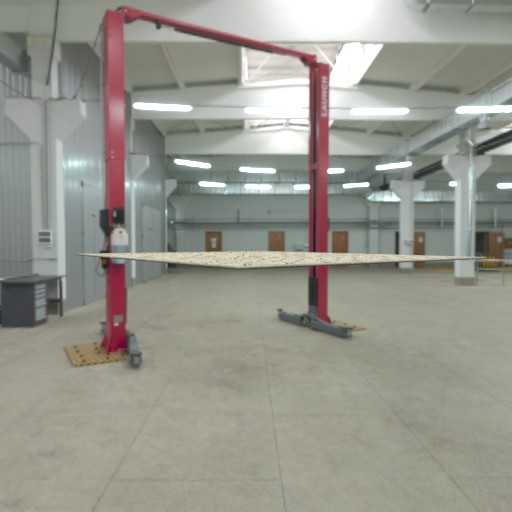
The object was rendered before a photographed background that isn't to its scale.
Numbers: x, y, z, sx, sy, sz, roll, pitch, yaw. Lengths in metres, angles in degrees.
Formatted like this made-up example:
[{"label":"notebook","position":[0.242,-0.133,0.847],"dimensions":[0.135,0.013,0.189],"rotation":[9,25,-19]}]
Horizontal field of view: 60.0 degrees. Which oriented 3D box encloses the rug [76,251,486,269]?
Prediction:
[{"label":"rug","position":[0.000,0.000,4.127],"dimensions":[2.441,0.016,3.050],"rotation":[-1,2,-36]}]
